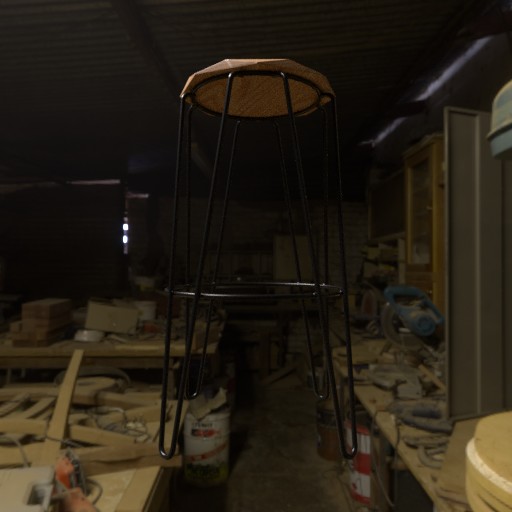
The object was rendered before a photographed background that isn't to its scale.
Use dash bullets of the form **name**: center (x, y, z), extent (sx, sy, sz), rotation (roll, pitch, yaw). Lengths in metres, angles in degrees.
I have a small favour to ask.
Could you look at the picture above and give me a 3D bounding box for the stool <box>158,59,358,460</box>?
- **stool**: center (0.000, 0.000, 0.804), extent (0.326, 0.610, 0.326), rotation (0, 0, 0)
